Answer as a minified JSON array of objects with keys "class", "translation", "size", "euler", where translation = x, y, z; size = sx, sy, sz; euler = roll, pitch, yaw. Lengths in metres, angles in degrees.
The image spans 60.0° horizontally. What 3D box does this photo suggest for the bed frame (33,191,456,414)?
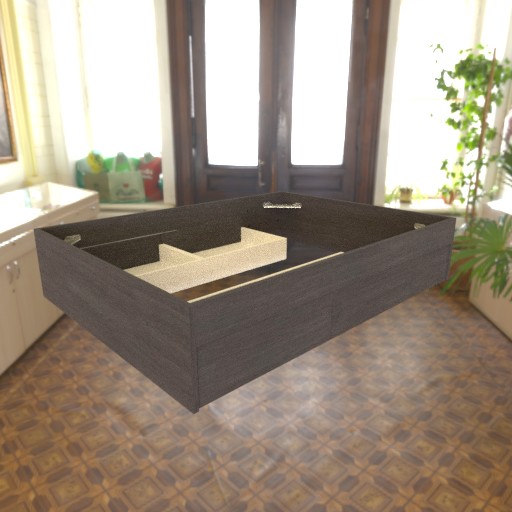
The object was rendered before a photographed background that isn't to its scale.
[{"class":"bed frame","translation":[0.000,0.000,2.587],"size":[1.944,0.459,1.448],"euler":[-15,23,-41]}]
